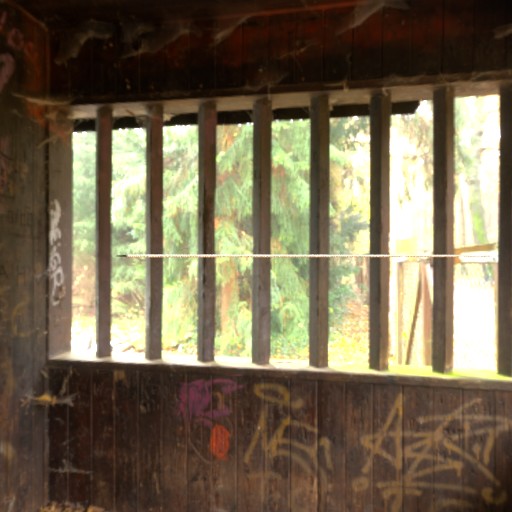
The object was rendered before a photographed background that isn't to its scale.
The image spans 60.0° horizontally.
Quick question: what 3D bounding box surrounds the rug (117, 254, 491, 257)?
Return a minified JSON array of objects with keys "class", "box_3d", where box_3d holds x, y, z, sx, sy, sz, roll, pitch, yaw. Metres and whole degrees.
[{"class":"rug","box_3d":[0.000,0.000,4.142,2.441,0.015,3.050,0,0,-18]}]
